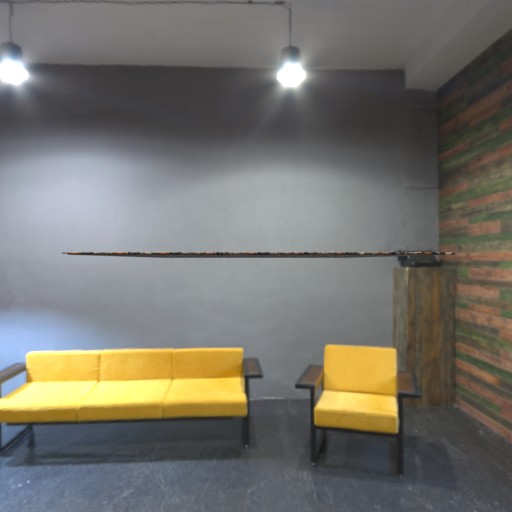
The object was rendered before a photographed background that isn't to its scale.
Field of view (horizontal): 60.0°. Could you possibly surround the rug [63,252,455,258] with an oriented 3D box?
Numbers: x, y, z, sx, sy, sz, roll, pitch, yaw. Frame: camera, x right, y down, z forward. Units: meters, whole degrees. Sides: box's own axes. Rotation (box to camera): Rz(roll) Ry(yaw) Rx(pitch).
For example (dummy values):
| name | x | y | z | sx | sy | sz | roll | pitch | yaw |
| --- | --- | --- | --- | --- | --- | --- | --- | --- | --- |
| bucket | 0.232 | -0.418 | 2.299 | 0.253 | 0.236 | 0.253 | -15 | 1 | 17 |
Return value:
| name | x | y | z | sx | sy | sz | roll | pitch | yaw |
| --- | --- | --- | --- | --- | --- | --- | --- | --- | --- |
| rug | 0.000 | 0.000 | 2.285 | 1.278 | 0.009 | 1.730 | 0 | -1 | -1 |
